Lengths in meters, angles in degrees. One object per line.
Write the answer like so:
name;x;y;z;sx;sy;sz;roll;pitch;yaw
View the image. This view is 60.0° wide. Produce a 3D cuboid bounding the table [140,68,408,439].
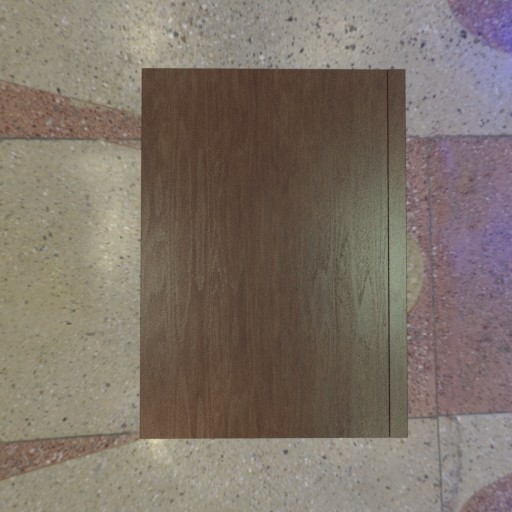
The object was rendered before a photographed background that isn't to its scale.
table;0.000;0.000;0.972;0.449;0.609;0.557;0;89;-1
